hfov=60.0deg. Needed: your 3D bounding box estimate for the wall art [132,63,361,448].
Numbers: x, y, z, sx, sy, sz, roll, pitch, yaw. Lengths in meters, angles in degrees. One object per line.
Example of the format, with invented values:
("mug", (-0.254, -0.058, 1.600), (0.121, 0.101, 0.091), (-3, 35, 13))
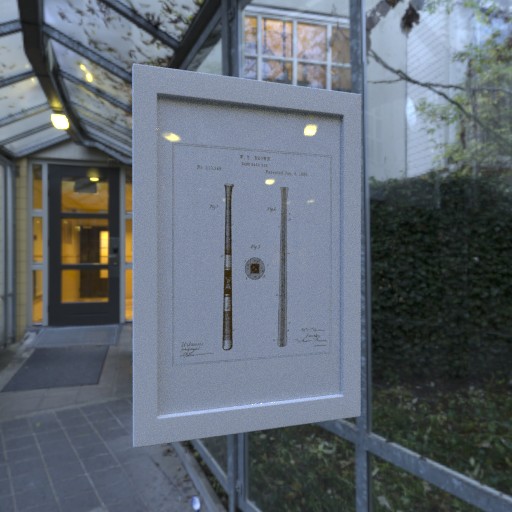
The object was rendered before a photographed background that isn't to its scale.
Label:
("wall art", (0.000, 0.000, 0.614), (0.329, 0.482, 0.011), (0, 0, -19))
